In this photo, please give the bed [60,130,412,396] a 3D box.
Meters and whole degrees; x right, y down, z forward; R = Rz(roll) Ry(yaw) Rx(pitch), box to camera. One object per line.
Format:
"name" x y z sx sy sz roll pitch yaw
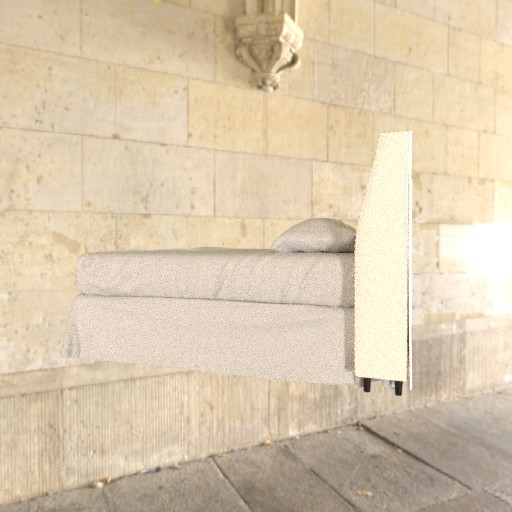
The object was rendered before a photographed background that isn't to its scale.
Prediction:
"bed" 0.000 0.000 3.415 2.276 1.332 1.925 1 2 19
